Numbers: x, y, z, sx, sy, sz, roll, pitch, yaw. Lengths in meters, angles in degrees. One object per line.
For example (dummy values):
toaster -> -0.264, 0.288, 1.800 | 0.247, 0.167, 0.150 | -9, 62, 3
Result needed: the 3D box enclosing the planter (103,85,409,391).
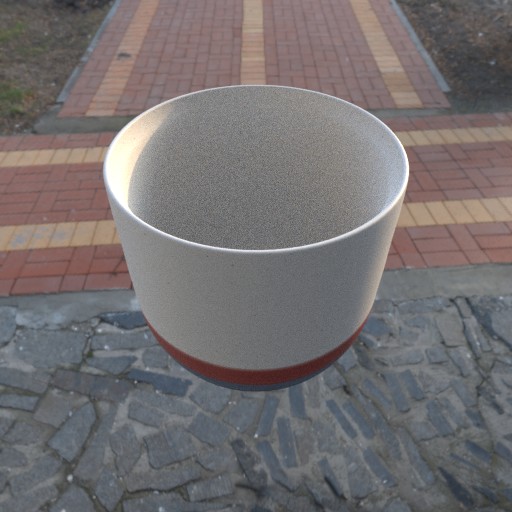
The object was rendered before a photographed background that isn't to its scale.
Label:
planter -> 0.000, 0.000, 0.490 | 0.268, 0.270, 0.268 | 0, 45, 0
